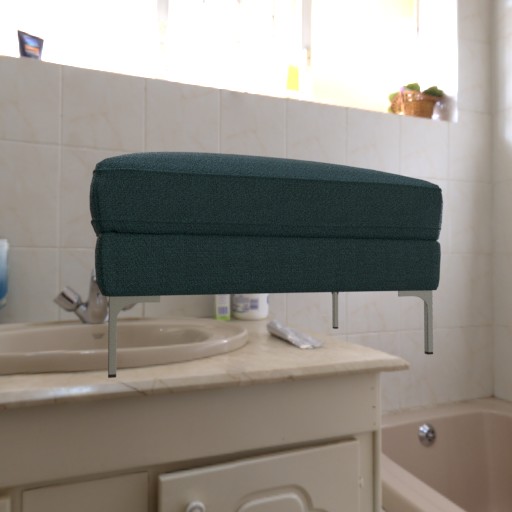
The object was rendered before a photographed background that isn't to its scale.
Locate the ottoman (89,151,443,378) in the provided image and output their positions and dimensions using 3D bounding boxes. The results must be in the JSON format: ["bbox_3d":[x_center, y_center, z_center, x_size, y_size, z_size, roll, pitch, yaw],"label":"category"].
[{"bbox_3d":[0.000,0.000,1.235,0.856,0.498,0.563,0,-2,-18],"label":"ottoman"}]
